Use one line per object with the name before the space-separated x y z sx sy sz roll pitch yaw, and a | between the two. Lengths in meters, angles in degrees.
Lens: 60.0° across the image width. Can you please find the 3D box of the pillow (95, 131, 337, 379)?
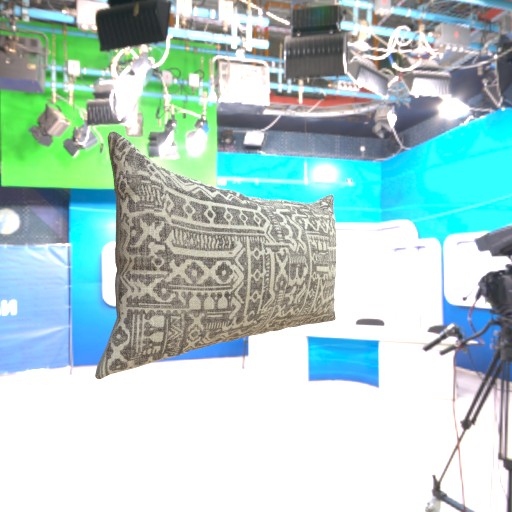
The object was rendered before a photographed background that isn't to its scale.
pillow | 0.000 0.000 0.762 0.148 0.290 0.631 -1 -1 35
